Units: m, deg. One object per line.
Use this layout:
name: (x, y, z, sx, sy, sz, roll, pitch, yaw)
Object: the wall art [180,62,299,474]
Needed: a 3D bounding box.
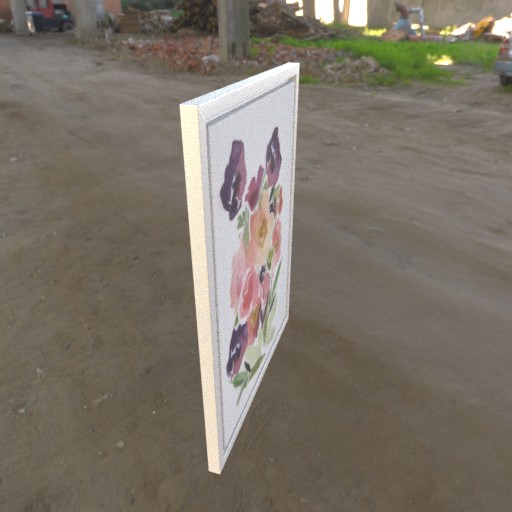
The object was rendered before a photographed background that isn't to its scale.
wall art: (0.000, 0.000, 1.404, 0.042, 1.056, 0.805, 9, 30, 16)
